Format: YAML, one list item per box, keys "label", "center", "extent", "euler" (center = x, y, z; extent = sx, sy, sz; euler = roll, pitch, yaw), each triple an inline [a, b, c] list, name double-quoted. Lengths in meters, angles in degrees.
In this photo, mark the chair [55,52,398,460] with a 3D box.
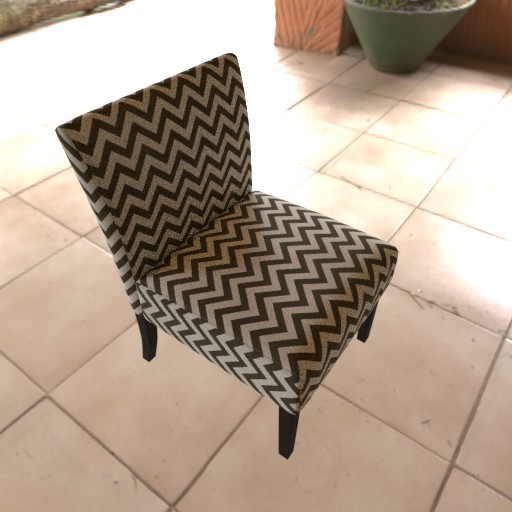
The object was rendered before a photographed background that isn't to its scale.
- label: "chair"
  center: [0.000, 0.000, 1.242]
  extent: [0.648, 0.838, 0.589]
  euler: [26, 48, 26]
